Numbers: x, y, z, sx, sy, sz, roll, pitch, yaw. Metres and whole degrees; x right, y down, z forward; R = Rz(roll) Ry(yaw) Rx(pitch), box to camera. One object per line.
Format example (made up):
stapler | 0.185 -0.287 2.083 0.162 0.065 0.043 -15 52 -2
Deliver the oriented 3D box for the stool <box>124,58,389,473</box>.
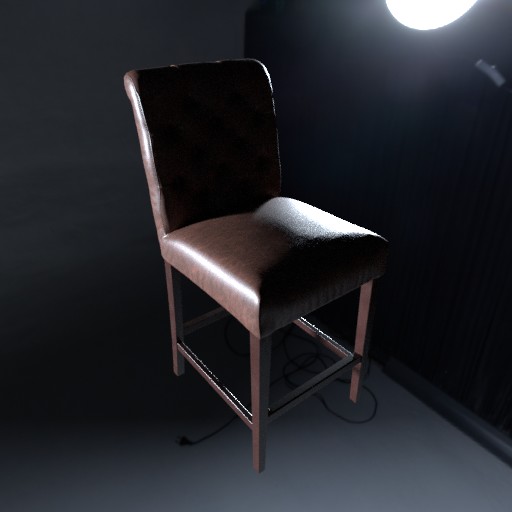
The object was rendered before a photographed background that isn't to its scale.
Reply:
stool | 0.000 0.000 1.412 0.486 1.084 0.660 -22 37 -32
